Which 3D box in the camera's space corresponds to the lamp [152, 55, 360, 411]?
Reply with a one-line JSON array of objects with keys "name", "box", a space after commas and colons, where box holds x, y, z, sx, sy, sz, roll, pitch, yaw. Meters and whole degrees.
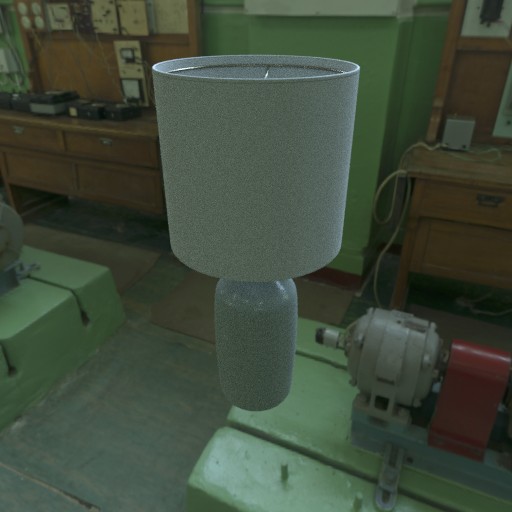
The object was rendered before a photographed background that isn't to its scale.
[{"name": "lamp", "box": [0.000, 0.000, 0.596, 0.220, 0.475, 0.220, 12, 31, 20]}]
